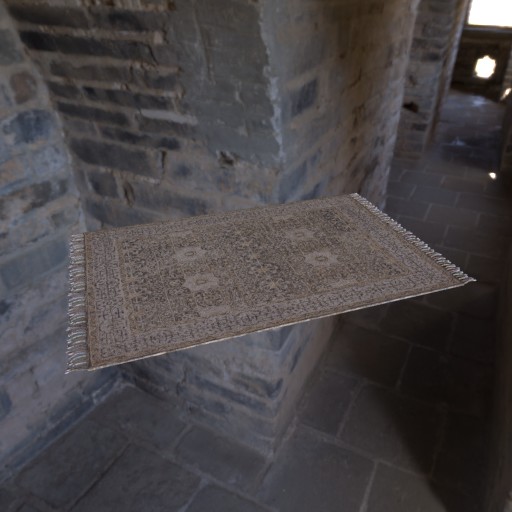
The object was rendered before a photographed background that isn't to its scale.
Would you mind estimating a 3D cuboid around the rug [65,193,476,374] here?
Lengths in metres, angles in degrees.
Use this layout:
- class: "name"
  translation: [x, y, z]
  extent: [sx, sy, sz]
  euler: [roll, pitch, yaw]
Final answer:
- class: "rug"
  translation: [0.000, 0.000, 2.538]
  extent: [2.029, 0.010, 1.237]
  euler: [-10, 33, -16]
